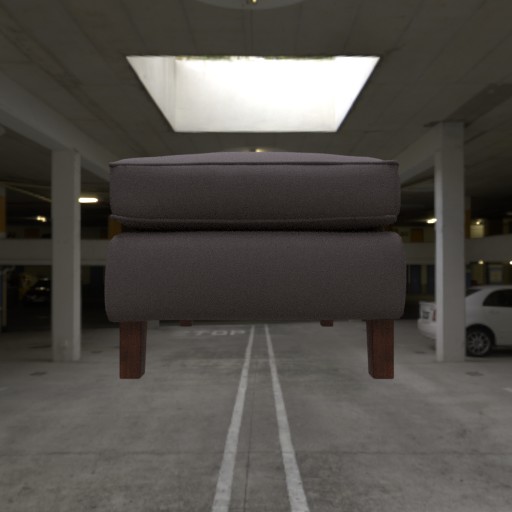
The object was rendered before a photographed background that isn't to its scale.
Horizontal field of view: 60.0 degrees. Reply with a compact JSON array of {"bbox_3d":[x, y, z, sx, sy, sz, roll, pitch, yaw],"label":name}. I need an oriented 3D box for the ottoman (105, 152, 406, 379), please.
[{"bbox_3d":[0.000,0.000,1.017,0.508,0.406,0.686,0,-1,0],"label":"ottoman"}]
